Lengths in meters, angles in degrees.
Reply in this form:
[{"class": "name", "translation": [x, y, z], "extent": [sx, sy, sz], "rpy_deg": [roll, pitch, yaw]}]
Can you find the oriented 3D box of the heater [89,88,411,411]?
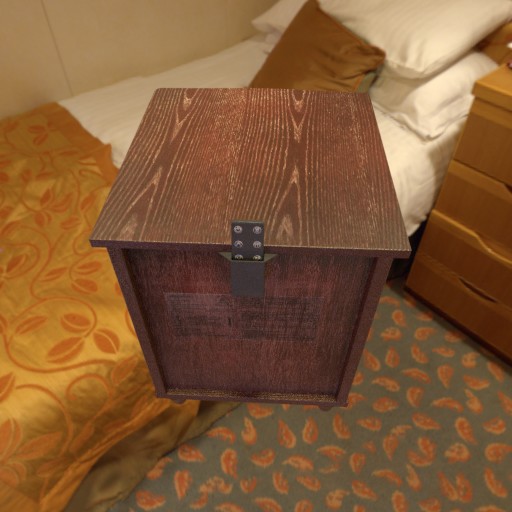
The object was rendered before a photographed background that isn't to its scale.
[{"class": "heater", "translation": [0.000, 0.000, 0.766], "extent": [0.362, 0.481, 0.400], "rpy_deg": [2, 46, 2]}]
